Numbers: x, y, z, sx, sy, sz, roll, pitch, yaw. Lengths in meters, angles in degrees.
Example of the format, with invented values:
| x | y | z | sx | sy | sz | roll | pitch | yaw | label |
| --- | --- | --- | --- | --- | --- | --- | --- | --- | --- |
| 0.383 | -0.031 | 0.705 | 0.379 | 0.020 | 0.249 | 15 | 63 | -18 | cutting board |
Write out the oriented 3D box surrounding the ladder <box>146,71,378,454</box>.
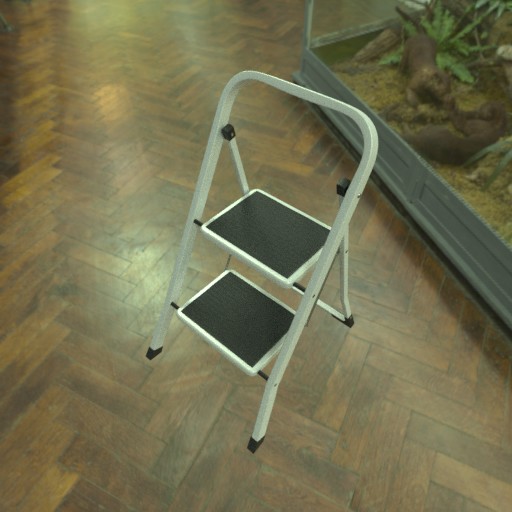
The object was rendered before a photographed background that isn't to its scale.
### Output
| x | y | z | sx | sy | sz | roll | pitch | yaw | label |
| --- | --- | --- | --- | --- | --- | --- | --- | --- | --- |
| 0.000 | 0.000 | 1.159 | 0.460 | 0.810 | 0.544 | 32 | 54 | 27 | ladder |
